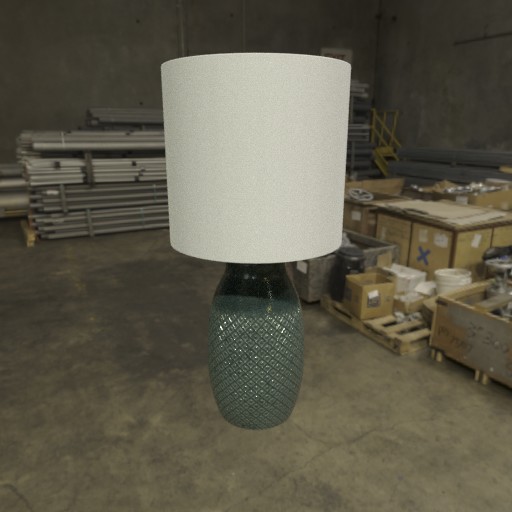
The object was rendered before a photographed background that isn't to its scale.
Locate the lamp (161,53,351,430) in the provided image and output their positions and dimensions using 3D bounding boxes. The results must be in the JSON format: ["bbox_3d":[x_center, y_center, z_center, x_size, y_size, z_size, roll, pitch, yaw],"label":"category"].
[{"bbox_3d":[0.000,0.000,0.577,0.217,0.453,0.217,-8,18,-26],"label":"lamp"}]
